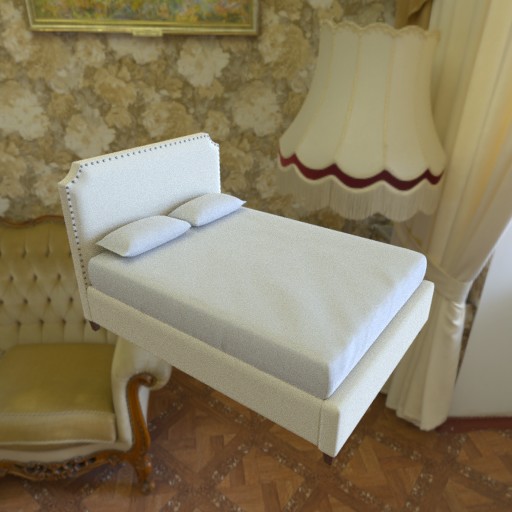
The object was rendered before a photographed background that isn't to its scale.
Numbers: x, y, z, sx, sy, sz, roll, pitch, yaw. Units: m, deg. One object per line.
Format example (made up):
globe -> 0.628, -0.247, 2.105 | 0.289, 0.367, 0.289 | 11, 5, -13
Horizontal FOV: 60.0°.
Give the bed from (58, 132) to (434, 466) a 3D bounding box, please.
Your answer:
bed -> 0.000, 0.000, 3.446 | 2.329, 1.415, 1.703 | 18, 32, 32
